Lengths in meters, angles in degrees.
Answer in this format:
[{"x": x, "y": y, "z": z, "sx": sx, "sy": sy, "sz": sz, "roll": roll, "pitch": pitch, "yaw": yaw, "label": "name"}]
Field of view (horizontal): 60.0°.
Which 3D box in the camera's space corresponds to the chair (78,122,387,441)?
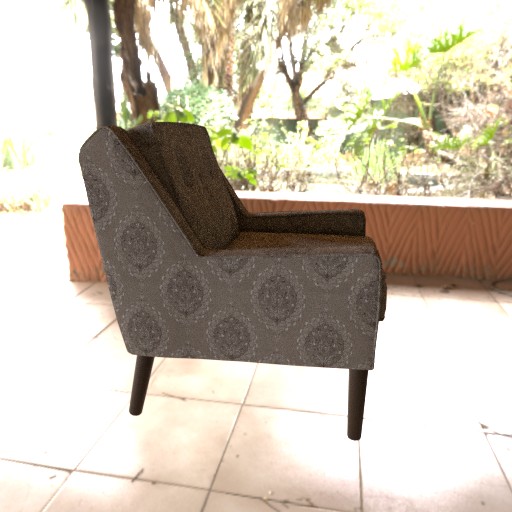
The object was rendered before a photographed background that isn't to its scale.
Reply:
[{"x": 0.000, "y": 0.000, "z": 1.377, "sx": 0.750, "sy": 0.797, "sz": 0.665, "roll": 3, "pitch": 15, "yaw": 10, "label": "chair"}]
